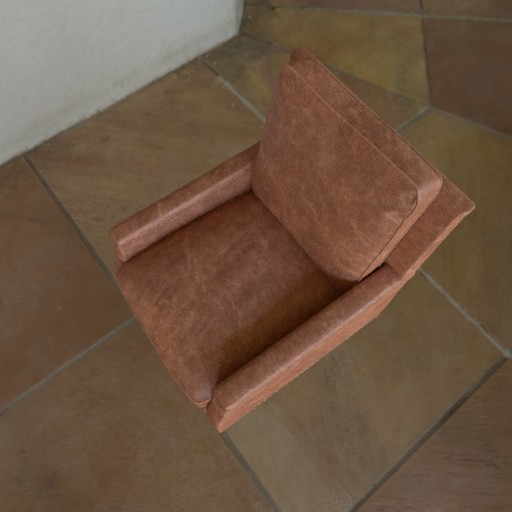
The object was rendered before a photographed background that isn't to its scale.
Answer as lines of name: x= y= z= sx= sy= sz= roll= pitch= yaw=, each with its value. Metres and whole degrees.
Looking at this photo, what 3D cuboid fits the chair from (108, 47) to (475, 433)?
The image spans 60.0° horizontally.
chair: x=0.000 y=0.000 z=1.749 sx=1.035 sy=1.054 sz=0.854 roll=-33 pitch=69 yaw=-15
